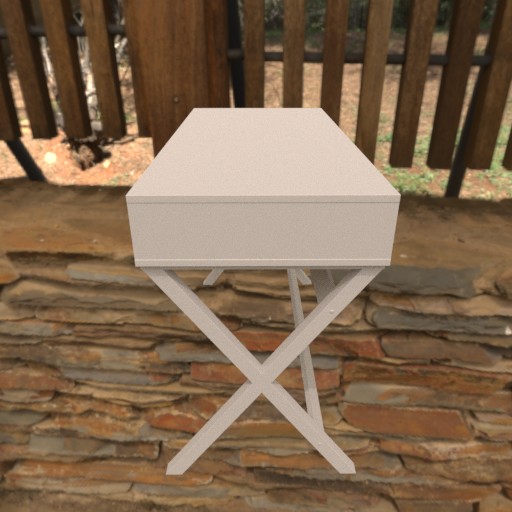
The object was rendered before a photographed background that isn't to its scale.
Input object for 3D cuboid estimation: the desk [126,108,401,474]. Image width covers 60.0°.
[{"bbox_3d":[0.000,0.000,1.458,0.525,0.780,1.057,0,27,0],"label":"desk"}]
